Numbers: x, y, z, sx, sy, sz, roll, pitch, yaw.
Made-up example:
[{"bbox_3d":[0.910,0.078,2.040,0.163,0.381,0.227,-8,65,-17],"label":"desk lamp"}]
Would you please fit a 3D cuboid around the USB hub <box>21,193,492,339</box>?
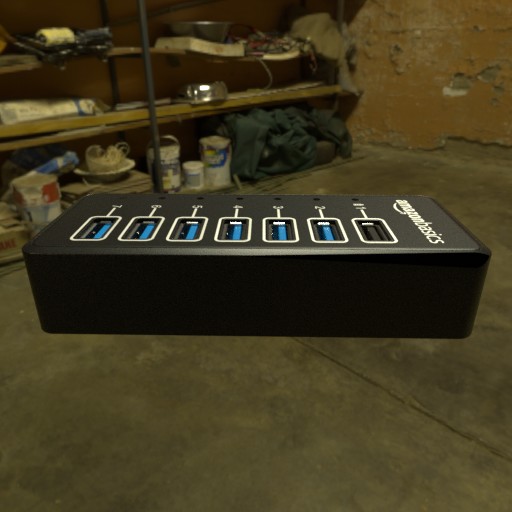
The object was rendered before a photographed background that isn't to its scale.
[{"bbox_3d":[0.000,0.000,0.124,0.110,0.023,0.044,1,26,1],"label":"USB hub"}]
